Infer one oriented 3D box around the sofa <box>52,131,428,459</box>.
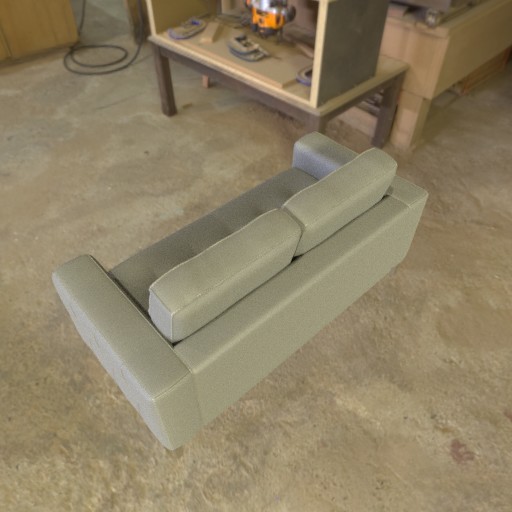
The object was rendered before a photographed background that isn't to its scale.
[{"bbox_3d":[0.000,0.000,2.239,1.726,0.893,0.833,-34,55,-27],"label":"sofa"}]
